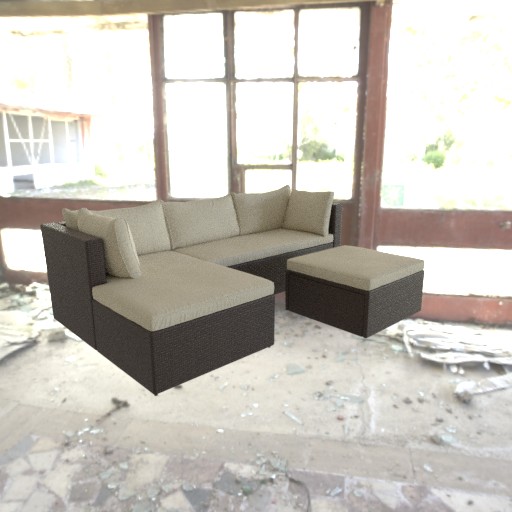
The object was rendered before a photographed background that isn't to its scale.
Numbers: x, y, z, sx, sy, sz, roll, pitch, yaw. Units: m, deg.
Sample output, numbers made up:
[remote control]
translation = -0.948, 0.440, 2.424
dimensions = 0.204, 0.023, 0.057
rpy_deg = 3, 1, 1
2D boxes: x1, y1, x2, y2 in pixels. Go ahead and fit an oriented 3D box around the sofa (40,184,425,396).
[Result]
[sofa]
translation = 0.000, 0.000, 2.980
dimensions = 2.192, 0.766, 1.612
rpy_deg = -13, 19, -42
